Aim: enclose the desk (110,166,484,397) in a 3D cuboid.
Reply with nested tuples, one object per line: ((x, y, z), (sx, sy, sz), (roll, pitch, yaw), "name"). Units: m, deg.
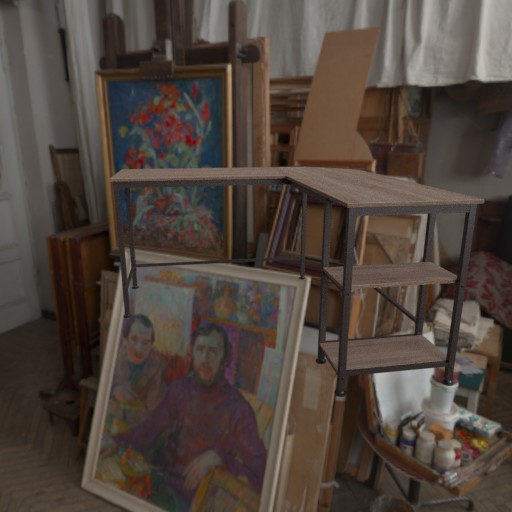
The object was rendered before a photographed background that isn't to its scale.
((0.000, 0.000, 2.188), (1.379, 0.739, 1.379), (-3, 17, -9), "desk")
